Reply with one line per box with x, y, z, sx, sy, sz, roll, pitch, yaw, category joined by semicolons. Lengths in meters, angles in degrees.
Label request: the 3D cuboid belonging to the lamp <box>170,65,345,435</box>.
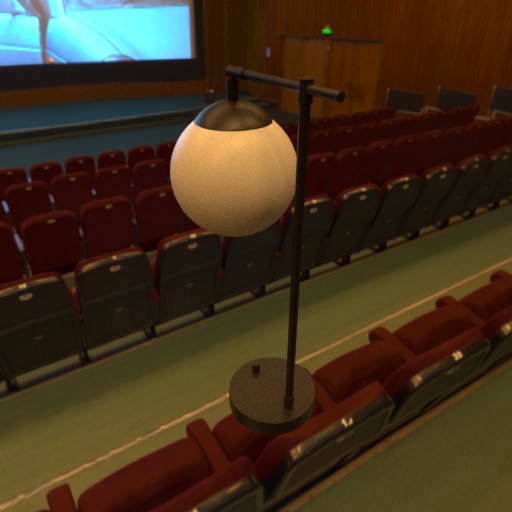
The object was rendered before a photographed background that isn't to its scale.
0.000;0.000;0.707;0.197;0.559;0.316;-19;35;-29;lamp
